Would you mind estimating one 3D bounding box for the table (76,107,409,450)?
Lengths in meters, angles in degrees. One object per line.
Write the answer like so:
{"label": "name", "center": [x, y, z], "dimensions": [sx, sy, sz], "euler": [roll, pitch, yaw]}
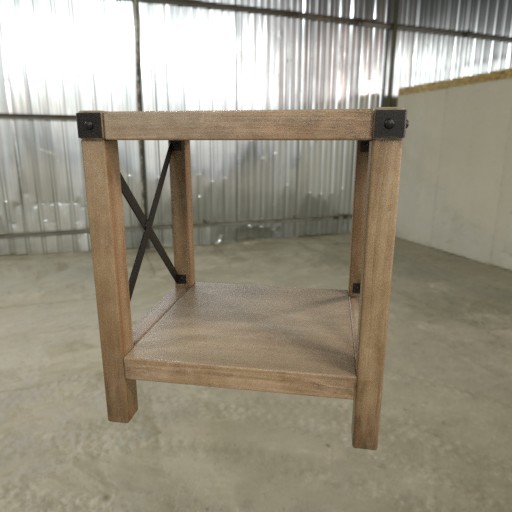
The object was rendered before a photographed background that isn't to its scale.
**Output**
{"label": "table", "center": [0.000, 0.000, 0.931], "dimensions": [0.510, 0.561, 0.459], "euler": [2, 15, 9]}
